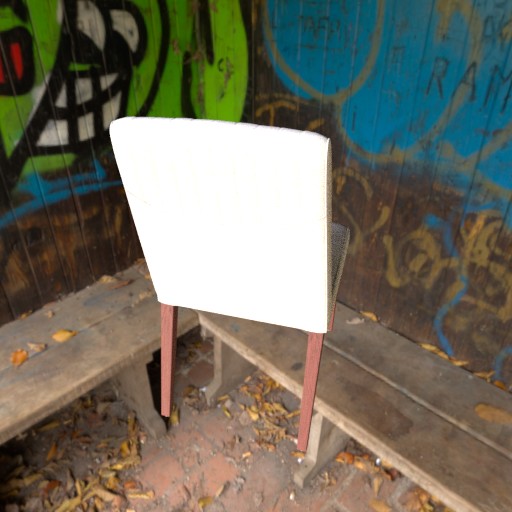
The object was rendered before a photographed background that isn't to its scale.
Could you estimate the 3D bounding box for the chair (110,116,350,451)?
[{"bbox_3d":[0.000,0.000,1.254,0.480,0.900,0.594,9,33,14],"label":"chair"}]
